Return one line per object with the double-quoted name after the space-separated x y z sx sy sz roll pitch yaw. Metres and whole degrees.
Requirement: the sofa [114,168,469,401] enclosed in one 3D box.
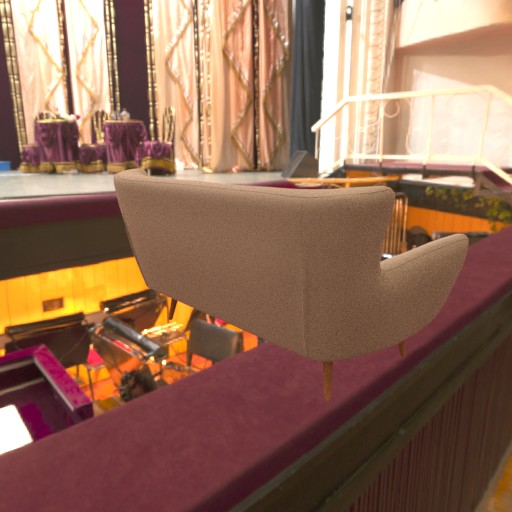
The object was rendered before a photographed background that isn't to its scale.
0.000 0.000 2.417 0.899 0.890 1.930 -13 19 -41 "sofa"
